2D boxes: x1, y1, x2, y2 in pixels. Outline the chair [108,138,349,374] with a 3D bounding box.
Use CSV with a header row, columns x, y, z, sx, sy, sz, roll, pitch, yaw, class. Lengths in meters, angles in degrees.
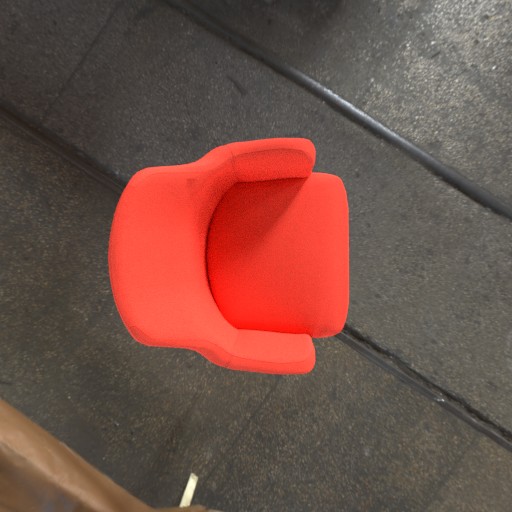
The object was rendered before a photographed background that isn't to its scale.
x,y,z,sx,sy,sz,roll,pitch,yaw,class
0.000,0.000,1.258,0.600,0.820,0.655,0,90,1,chair
